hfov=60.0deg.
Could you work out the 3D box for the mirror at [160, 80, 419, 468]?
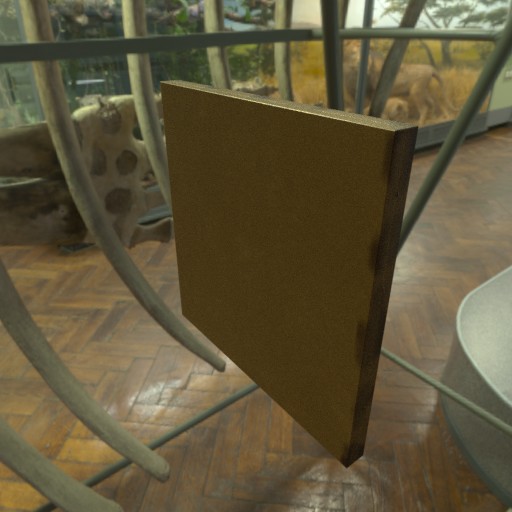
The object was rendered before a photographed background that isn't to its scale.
[{"bbox_3d":[0.000,0.000,0.746,0.042,0.507,0.509,-20,34,-33],"label":"mirror"}]
